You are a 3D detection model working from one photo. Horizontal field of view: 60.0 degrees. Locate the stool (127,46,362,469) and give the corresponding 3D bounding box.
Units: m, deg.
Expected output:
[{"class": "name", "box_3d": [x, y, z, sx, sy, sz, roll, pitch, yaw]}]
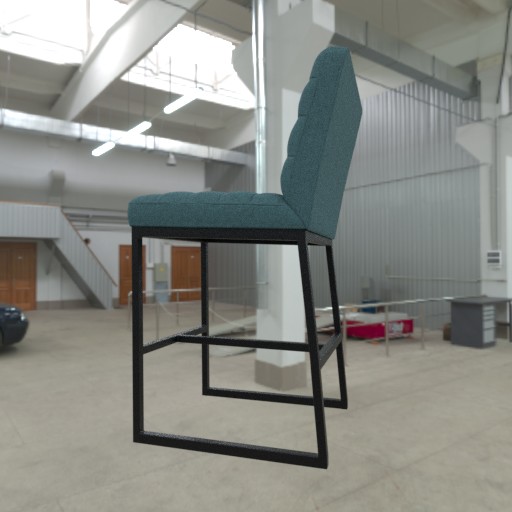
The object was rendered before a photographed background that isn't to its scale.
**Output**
[{"class": "stool", "box_3d": [0.000, 0.000, 1.251, 0.560, 0.940, 0.460, 0, -1, 18]}]
